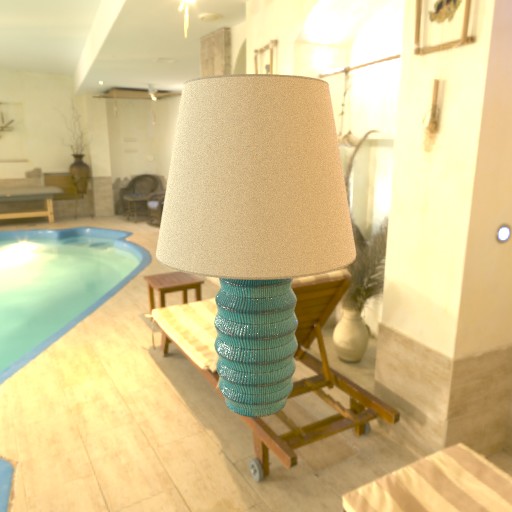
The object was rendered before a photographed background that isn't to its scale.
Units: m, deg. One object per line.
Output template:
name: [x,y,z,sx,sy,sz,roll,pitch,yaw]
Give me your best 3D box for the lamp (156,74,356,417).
lamp: [0.000,0.000,0.804,0.355,0.582,0.355,0,14,0]
